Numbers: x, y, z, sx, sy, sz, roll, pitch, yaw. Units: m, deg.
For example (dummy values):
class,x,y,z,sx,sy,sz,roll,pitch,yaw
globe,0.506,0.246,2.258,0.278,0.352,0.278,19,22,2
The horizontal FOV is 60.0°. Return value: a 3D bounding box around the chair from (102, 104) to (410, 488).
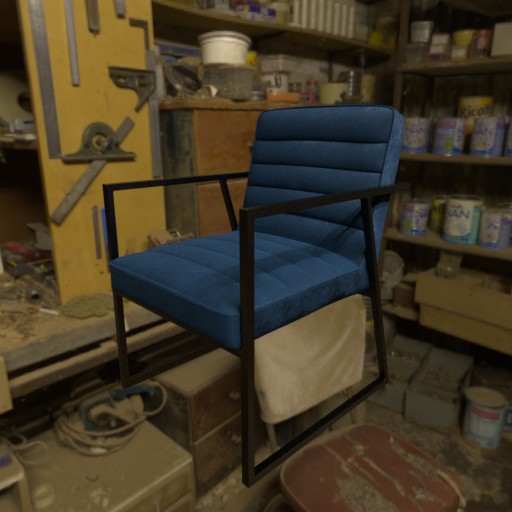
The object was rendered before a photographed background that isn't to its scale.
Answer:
class,x,y,z,sx,sy,sz,roll,pitch,yaw
chair,0.000,0.000,1.267,0.677,0.833,0.571,-15,22,-42
